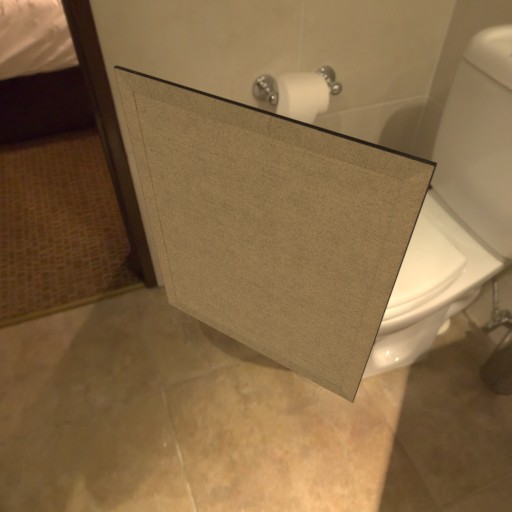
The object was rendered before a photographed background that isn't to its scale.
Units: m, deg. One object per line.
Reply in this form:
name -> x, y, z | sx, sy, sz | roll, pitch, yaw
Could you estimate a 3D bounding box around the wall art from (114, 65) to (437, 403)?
wall art -> 0.000, 0.000, 0.625 | 0.381, 0.457, 0.023 | 24, 51, 21
